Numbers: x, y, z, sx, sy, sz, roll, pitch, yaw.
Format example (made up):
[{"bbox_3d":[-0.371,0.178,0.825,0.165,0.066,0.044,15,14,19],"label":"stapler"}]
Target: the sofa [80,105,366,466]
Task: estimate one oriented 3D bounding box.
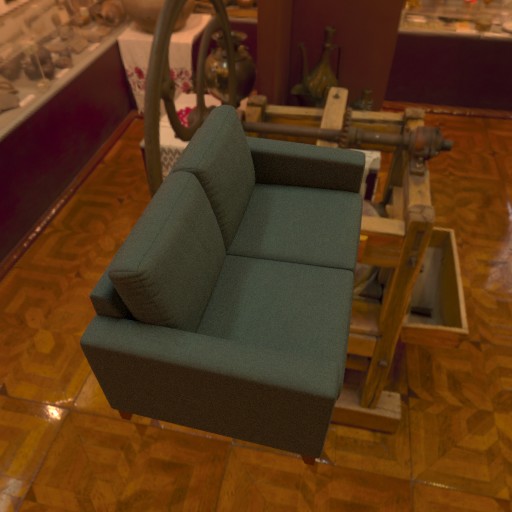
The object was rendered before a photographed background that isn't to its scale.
[{"bbox_3d":[0.000,0.000,2.120,0.955,0.903,1.489,10,46,9],"label":"sofa"}]
